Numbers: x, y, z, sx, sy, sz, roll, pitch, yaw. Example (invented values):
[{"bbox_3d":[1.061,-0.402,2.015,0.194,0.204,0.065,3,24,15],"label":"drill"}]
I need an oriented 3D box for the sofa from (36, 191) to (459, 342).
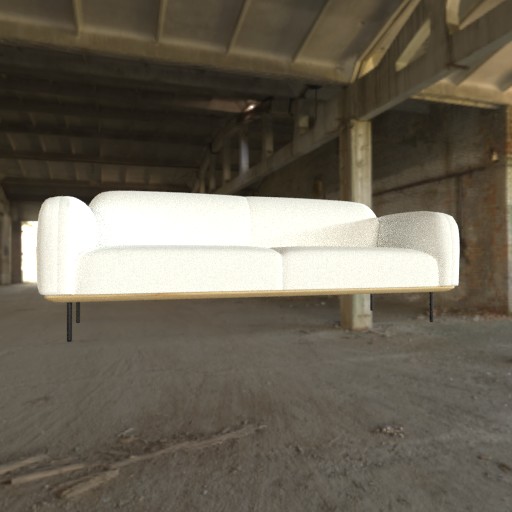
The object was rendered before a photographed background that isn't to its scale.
[{"bbox_3d":[0.000,0.000,2.603,2.280,0.780,0.870,0,-1,-19],"label":"sofa"}]
